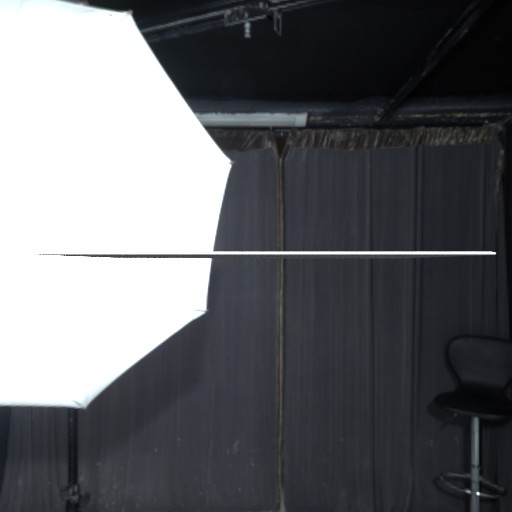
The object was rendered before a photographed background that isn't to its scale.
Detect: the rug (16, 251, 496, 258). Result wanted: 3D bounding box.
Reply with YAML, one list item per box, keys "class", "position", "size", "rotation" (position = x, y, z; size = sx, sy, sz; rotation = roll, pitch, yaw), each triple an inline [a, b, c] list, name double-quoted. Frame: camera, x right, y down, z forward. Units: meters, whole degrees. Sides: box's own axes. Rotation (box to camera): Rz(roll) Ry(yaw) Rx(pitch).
- class: "rug"
  position: [0.000, 0.000, 3.441]
  size: [2.746, 0.018, 1.819]
  rotation: [0, -1, 0]
